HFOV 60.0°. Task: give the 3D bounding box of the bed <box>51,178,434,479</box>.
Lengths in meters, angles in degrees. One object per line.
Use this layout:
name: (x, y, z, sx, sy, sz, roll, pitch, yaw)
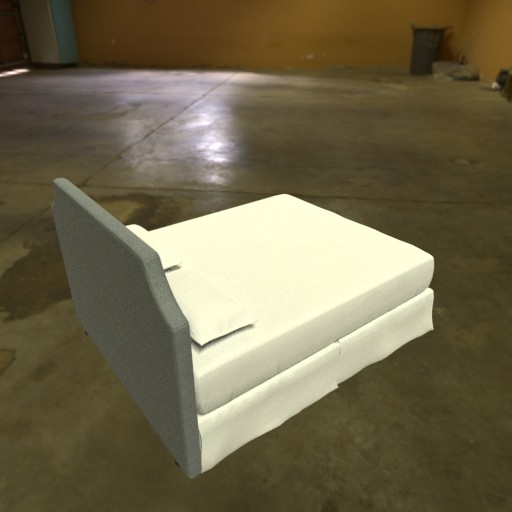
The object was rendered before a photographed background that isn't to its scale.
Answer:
bed: (0.000, 0.000, 3.270, 2.259, 1.296, 1.811, -20, 34, -33)
